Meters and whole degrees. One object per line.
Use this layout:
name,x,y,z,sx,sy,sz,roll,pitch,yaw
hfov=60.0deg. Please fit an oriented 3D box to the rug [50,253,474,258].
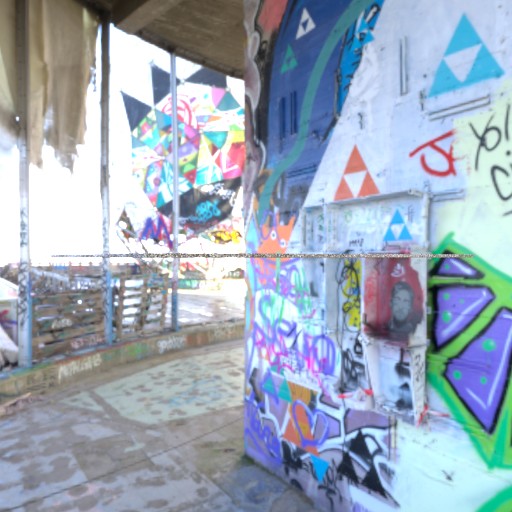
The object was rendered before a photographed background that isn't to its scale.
rug,0.000,0.000,3.999,3.000,0.025,2.401,0,0,-35
